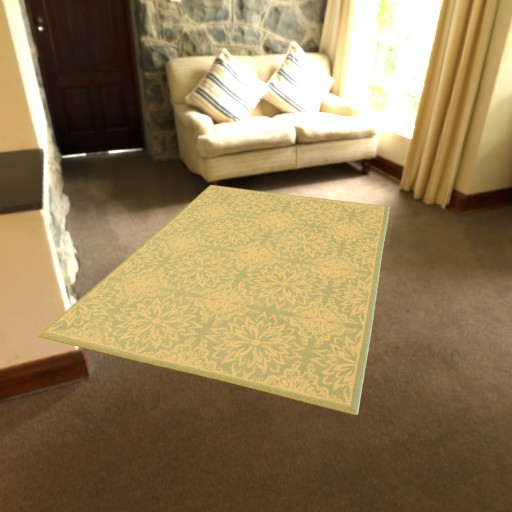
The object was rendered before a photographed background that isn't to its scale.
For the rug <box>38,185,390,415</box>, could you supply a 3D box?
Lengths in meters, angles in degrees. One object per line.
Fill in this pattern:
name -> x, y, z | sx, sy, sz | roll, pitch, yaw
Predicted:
rug -> 0.000, 0.000, 2.921 | 1.589, 0.014, 2.205 | 9, 31, 16
